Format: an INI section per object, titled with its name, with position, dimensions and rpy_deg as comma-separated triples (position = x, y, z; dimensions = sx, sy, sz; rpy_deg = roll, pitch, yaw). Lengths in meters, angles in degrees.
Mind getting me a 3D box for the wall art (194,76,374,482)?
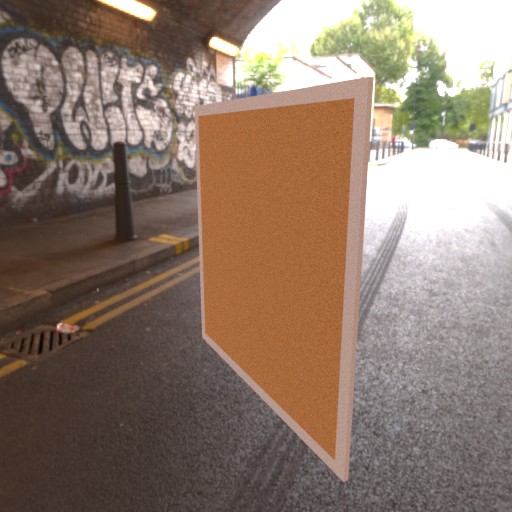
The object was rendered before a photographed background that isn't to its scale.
[wall art]
position = 0.000, 0.000, 1.194
dimensions = 0.013, 0.813, 0.812
rpy_deg = -8, 17, -27
